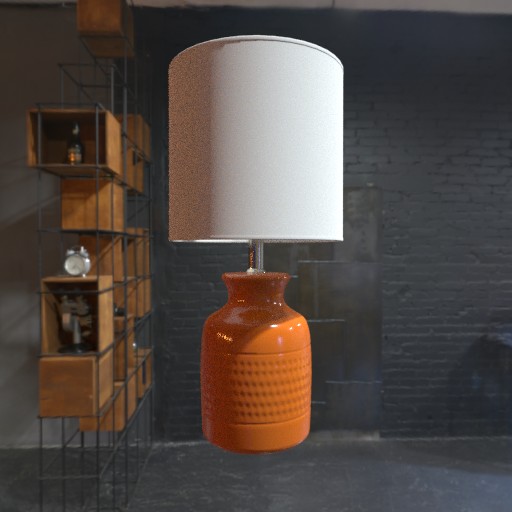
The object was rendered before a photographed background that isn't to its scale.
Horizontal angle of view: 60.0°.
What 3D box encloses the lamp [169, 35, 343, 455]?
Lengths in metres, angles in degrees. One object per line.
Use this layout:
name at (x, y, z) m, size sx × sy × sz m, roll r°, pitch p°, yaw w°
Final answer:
lamp at (0.000, 0.000, 1.084) m, size 0.418 × 0.871 × 0.418 m, roll 0°, pitch 1°, yaw -1°
